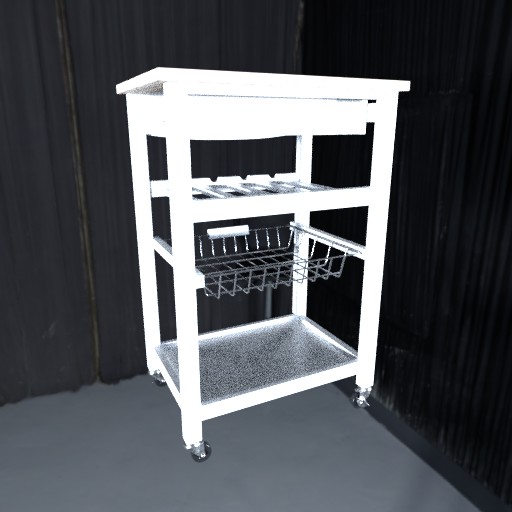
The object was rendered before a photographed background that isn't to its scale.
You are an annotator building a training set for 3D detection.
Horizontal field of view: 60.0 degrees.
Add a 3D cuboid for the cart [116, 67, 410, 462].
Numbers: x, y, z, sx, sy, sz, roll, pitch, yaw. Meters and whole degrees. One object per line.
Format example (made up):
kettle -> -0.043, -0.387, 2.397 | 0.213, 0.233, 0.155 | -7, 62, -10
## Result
cart -> 0.000, 0.000, 1.177 | 0.578, 0.857, 0.406 | -8, 18, -25
